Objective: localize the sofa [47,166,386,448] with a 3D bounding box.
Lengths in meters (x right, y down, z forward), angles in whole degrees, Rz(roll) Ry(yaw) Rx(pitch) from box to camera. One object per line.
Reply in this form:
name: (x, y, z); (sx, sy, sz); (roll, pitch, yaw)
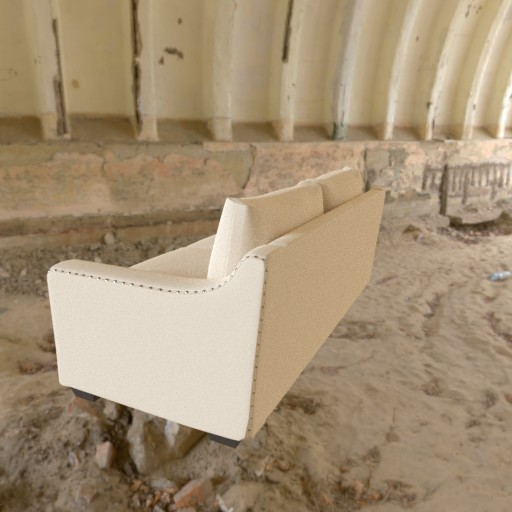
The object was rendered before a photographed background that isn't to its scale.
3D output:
sofa: (0.000, 0.000, 2.281); (0.949, 0.830, 1.812); (7, 17, 25)
